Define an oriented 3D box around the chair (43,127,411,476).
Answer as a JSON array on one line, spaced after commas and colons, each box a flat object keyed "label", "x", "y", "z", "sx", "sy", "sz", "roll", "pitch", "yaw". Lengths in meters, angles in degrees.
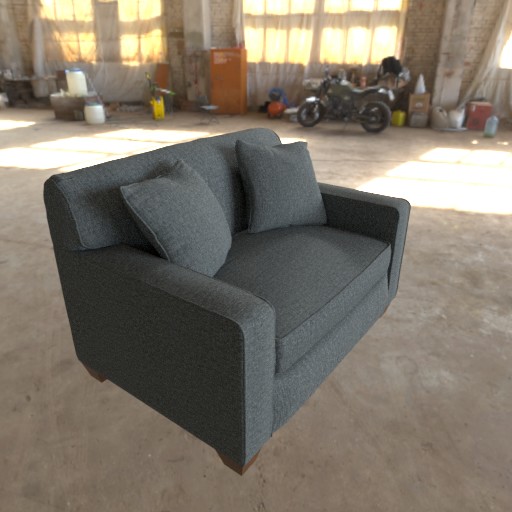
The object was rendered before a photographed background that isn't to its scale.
[{"label": "chair", "x": 0.000, "y": 0.000, "z": 2.036, "sx": 1.000, "sy": 0.948, "sz": 1.383, "roll": 18, "pitch": 31, "yaw": 32}]
